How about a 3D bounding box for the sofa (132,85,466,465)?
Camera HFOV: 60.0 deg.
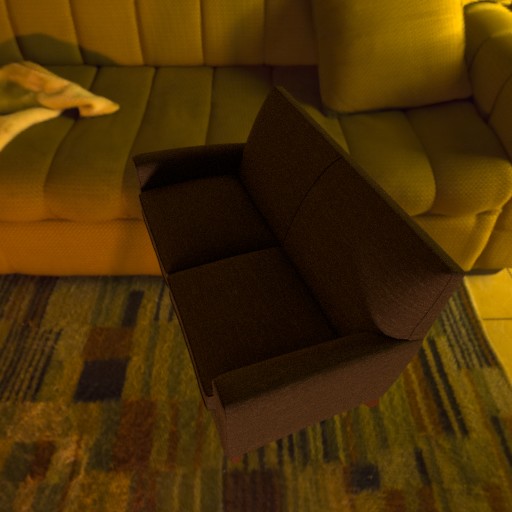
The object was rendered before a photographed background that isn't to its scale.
[{"bbox_3d":[0.000,0.000,2.059,0.867,0.905,1.509,-16,47,-15],"label":"sofa"}]
